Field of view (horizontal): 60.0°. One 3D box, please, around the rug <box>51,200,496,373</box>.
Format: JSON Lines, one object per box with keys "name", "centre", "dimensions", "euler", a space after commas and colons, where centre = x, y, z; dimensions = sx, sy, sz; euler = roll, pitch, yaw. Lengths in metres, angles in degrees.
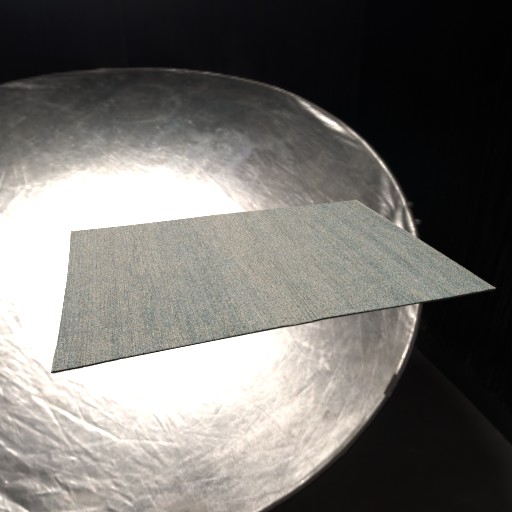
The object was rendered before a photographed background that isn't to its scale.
{"name": "rug", "centre": [0.000, 0.000, 4.988], "dimensions": [4.078, 0.052, 2.802], "euler": [-8, 27, -15]}
